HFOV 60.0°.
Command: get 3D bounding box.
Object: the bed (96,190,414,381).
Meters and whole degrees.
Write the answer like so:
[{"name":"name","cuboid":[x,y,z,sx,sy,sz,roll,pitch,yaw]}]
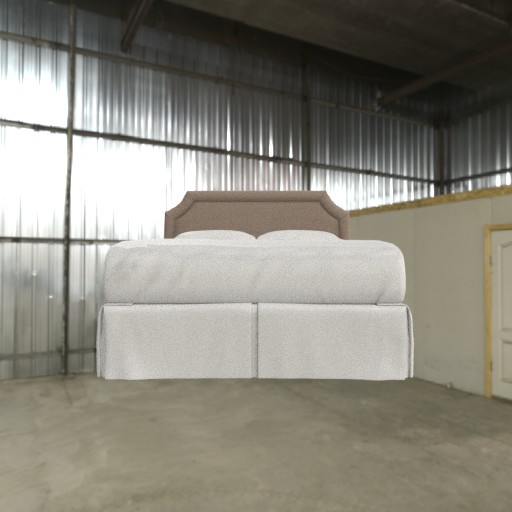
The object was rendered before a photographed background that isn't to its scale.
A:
[{"name":"bed","cuboid":[0.000,0.000,3.334,1.828,1.303,2.164,0,-1,0]}]
